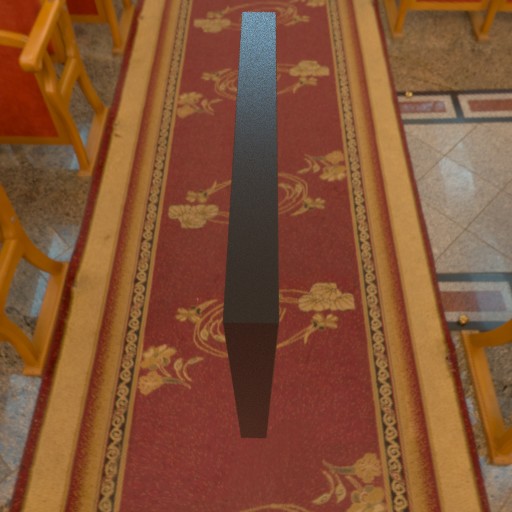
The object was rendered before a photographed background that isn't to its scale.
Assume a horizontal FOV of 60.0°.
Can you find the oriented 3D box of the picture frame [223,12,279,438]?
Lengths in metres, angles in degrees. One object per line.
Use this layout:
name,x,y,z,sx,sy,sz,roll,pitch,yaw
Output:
picture frame,0.000,0.000,0.509,0.034,0.378,0.328,1,58,1
